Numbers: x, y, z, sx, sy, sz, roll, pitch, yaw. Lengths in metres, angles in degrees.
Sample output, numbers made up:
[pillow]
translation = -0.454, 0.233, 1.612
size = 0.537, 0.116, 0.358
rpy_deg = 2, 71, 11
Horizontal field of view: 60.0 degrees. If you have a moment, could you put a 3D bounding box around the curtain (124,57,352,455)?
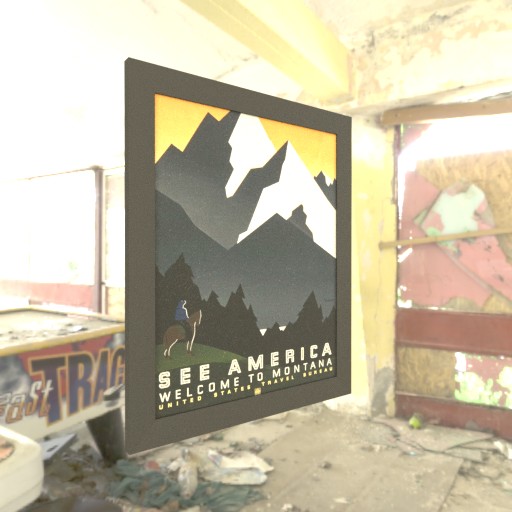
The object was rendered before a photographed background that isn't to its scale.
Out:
[curtain]
translation = 0.000, 0.000, 0.805
size = 0.483, 0.585, 0.027
rpy_deg = 0, 0, -36
